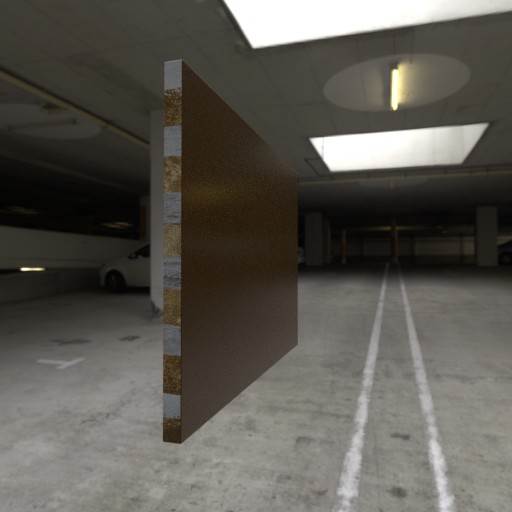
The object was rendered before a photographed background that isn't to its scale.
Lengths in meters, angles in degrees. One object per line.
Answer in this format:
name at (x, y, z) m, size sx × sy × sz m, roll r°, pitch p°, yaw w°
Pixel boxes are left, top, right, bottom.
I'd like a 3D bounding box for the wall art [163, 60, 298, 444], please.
wall art at (0.000, 0.000, 1.430) m, size 0.041 × 0.762 × 1.145 m, roll 0°, pitch -1°, yaw 17°
